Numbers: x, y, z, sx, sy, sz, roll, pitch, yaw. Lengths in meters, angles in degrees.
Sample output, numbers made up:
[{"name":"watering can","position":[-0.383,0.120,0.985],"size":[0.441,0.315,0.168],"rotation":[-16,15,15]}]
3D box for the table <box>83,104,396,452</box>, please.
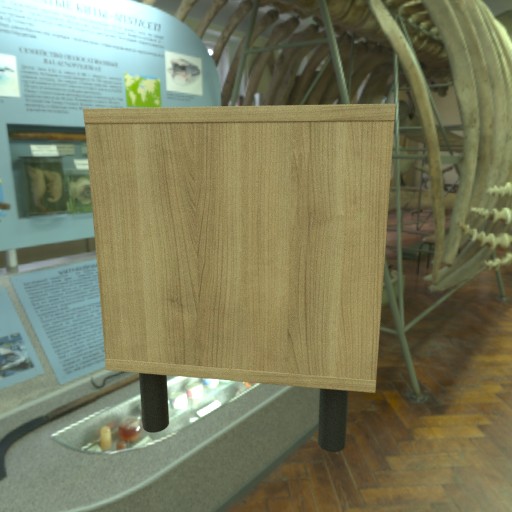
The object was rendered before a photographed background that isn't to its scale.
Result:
[{"name":"table","position":[0.000,0.000,0.776],"size":[0.380,0.460,0.445],"rotation":[2,14,9]}]
